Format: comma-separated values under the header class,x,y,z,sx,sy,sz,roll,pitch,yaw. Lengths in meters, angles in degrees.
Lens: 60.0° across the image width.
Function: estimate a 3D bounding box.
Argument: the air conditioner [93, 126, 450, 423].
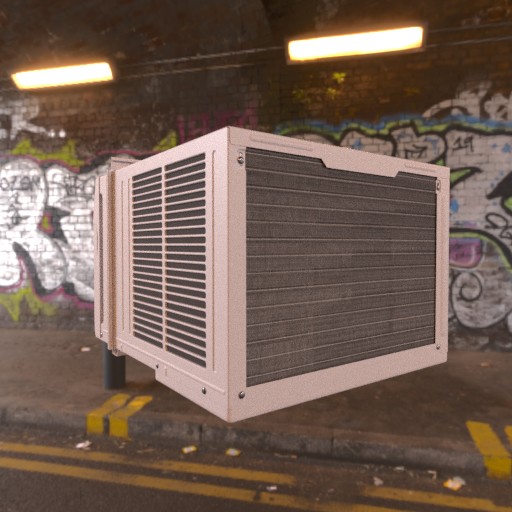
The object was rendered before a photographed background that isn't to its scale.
class,x,y,z,sx,sy,sz,roll,pitch,yaw
air conditioner,0.000,0.000,0.889,0.503,0.388,0.546,-1,2,-36
